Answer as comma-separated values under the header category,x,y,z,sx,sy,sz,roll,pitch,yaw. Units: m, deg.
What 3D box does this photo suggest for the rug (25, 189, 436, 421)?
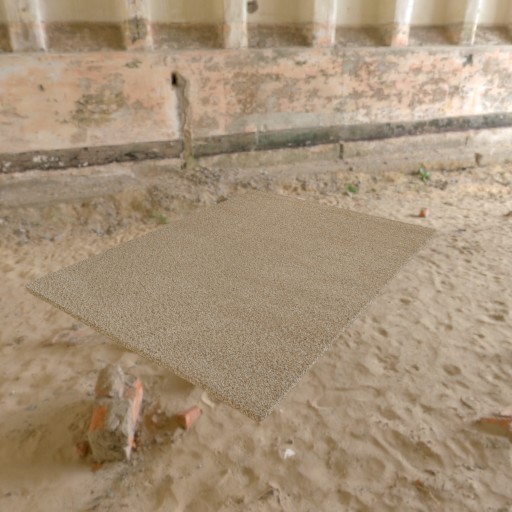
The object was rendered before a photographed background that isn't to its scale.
category,x,y,z,sx,sy,sz,roll,pitch,yaw
rug,0.000,0.000,2.074,1.199,0.025,1.600,18,31,32
